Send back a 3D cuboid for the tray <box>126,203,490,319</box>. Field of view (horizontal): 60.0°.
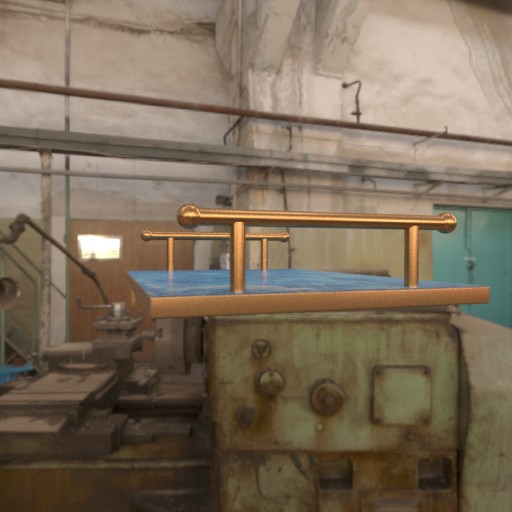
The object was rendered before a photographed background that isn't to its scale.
[{"bbox_3d":[0.000,0.000,0.567,0.304,0.084,0.444,0,1,-18],"label":"tray"}]
